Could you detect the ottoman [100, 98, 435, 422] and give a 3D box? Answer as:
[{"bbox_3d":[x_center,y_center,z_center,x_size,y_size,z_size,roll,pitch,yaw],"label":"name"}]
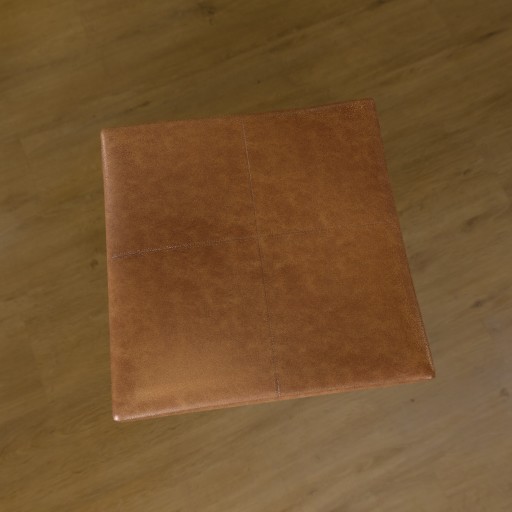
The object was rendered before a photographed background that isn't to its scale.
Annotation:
[{"bbox_3d":[0.000,0.000,1.876,1.168,0.483,1.169,-7,75,-2],"label":"ottoman"}]
